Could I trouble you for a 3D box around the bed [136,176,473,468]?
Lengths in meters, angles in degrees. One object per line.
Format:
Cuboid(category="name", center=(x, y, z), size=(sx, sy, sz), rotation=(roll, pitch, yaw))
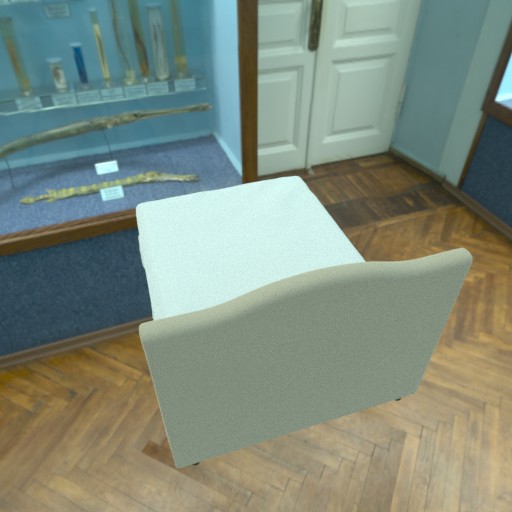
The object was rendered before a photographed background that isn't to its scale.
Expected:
Cuboid(category="bed", center=(0.000, 0.000, 3.307), size=(1.753, 1.460, 2.143), rotation=(-12, 43, -13))
